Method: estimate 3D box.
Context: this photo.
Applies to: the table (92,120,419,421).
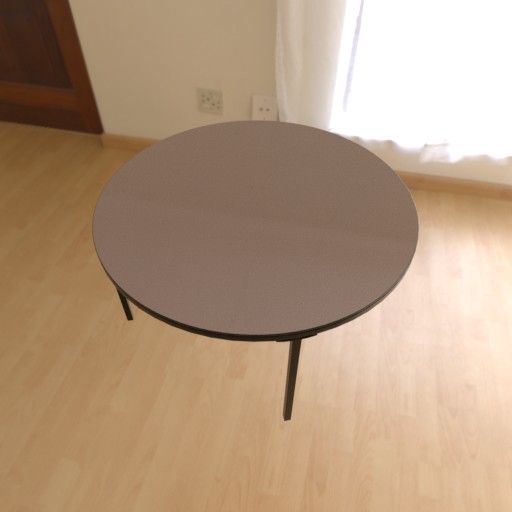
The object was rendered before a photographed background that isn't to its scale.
[{"bbox_3d":[0.000,0.000,1.261,0.800,0.400,0.800,0,46,0],"label":"table"}]
